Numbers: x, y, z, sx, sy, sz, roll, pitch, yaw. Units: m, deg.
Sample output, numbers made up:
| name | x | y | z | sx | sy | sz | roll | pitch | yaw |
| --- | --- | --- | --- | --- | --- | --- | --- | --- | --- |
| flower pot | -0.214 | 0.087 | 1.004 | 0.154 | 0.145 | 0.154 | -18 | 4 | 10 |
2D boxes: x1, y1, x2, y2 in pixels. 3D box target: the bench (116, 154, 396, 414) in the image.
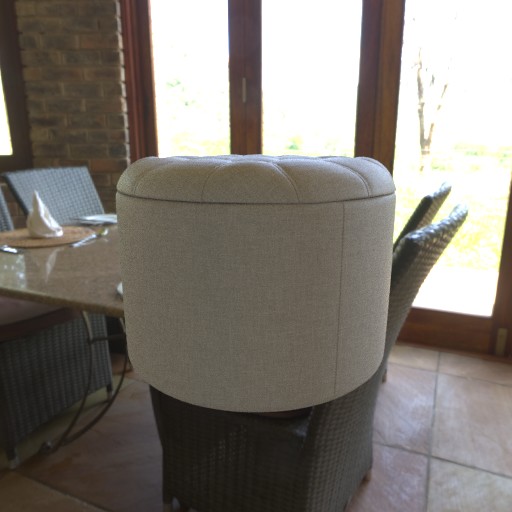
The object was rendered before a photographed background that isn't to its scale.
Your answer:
| name | x | y | z | sx | sy | sz | roll | pitch | yaw |
| --- | --- | --- | --- | --- | --- | --- | --- | --- | --- |
| bench | 0.000 | 0.000 | 1.024 | 0.600 | 0.453 | 0.600 | 0 | 14 | 0 |
